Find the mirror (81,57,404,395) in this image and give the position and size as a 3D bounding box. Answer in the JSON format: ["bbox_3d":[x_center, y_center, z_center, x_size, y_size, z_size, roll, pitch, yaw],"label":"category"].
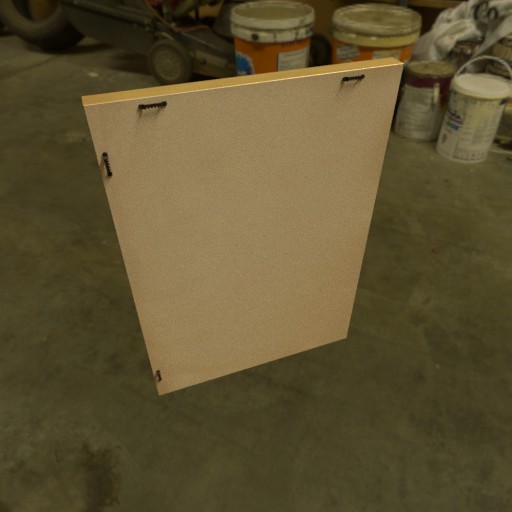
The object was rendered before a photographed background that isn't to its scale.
[{"bbox_3d":[0.000,0.000,0.905,0.507,0.710,0.039,-13,43,-15],"label":"mirror"}]
